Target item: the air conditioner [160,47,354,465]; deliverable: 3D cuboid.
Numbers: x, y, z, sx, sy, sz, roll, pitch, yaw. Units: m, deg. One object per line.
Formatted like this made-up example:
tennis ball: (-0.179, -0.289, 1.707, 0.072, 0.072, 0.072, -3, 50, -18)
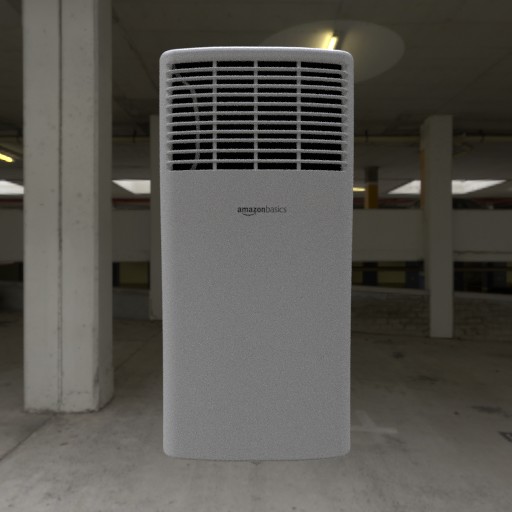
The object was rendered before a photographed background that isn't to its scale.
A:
air conditioner: (0.000, 0.000, 0.780, 0.304, 0.606, 0.349, 0, 0, -1)
